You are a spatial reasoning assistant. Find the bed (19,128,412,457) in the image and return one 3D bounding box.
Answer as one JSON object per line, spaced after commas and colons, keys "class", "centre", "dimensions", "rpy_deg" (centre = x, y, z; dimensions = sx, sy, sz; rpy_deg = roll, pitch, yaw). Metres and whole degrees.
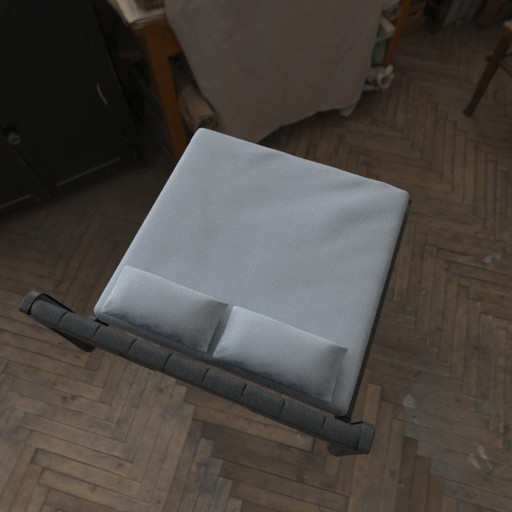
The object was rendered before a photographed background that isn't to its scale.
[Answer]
{"class": "bed", "centre": [0.000, 0.000, 3.086], "dimensions": [1.903, 1.158, 2.031], "rpy_deg": [19, 66, 9]}
